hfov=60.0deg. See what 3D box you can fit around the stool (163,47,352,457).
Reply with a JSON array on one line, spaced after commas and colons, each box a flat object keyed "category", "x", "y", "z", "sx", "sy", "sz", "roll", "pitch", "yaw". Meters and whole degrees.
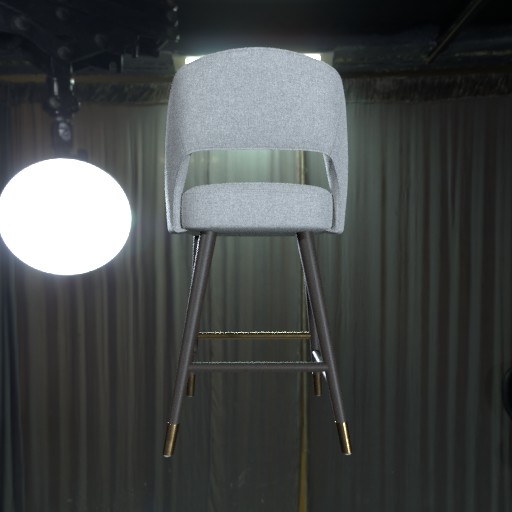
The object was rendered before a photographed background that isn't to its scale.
[{"category": "stool", "x": 0.000, "y": 0.000, "z": 1.241, "sx": 0.494, "sy": 0.940, "sz": 0.509, "roll": 0, "pitch": 1, "yaw": -1}]
